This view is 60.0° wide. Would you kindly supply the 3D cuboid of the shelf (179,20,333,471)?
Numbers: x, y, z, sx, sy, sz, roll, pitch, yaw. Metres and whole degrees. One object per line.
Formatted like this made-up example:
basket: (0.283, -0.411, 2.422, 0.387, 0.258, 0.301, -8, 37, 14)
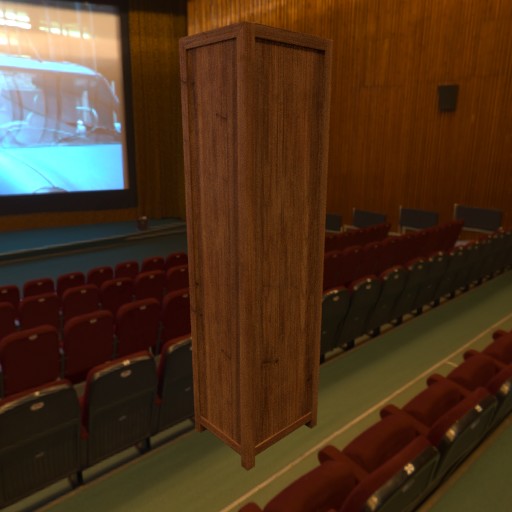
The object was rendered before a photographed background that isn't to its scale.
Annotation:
shelf: (0.000, 0.000, 2.127, 0.500, 1.900, 0.428, -14, 21, -41)
